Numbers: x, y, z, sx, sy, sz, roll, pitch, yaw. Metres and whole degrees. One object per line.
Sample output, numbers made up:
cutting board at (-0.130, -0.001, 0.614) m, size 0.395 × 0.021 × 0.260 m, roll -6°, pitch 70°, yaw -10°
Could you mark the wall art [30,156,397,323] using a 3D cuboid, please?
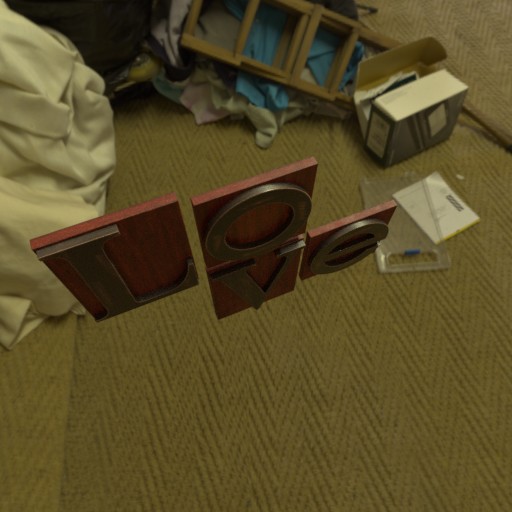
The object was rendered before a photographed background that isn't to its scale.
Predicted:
wall art at (0.000, 0.000, 0.853) m, size 0.635 × 0.497 × 0.030 m, roll -20°, pitch 64°, yaw -11°
